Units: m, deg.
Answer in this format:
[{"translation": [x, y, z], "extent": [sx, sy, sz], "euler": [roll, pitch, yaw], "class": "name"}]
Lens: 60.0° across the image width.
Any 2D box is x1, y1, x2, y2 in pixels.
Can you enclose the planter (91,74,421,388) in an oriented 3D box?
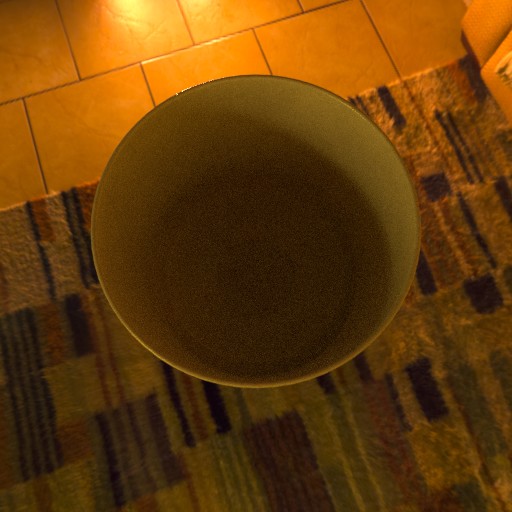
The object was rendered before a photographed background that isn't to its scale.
[{"translation": [0.000, 0.000, 0.451], "extent": [0.250, 0.239, 0.250], "euler": [0, 75, 0], "class": "planter"}]
